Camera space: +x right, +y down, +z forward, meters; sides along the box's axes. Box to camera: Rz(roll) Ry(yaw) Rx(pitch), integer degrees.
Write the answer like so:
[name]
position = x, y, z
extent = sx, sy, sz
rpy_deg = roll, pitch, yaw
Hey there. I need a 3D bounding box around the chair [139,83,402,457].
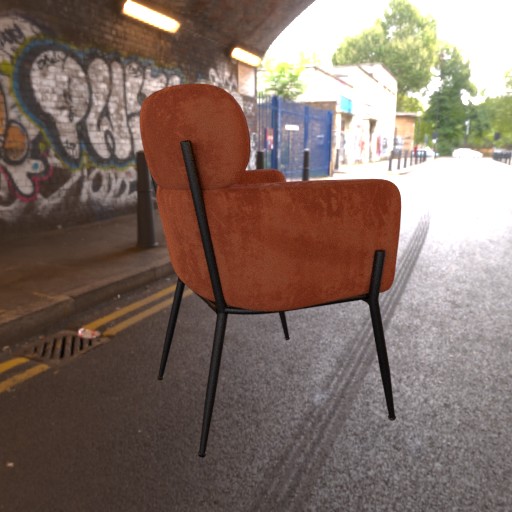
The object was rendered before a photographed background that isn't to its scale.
[chair]
position = 0.000, 0.000, 1.128
extent = 0.523, 0.772, 0.561
rpy_deg = -7, 15, -25
